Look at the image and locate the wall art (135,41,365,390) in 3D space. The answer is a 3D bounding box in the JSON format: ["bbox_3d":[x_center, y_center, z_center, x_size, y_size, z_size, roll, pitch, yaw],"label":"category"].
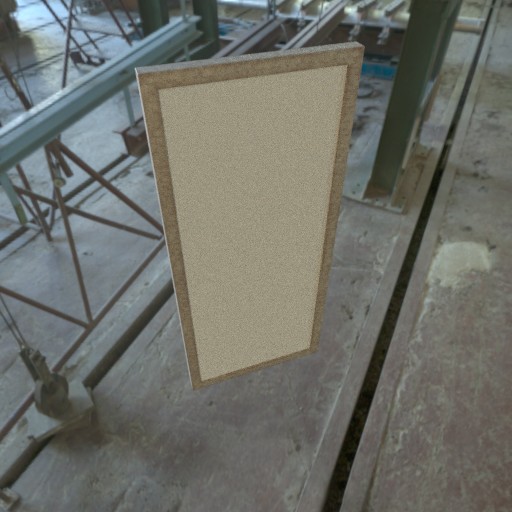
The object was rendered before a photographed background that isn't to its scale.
[{"bbox_3d":[0.000,0.000,1.695,0.648,1.461,0.051,-14,44,-15],"label":"wall art"}]
